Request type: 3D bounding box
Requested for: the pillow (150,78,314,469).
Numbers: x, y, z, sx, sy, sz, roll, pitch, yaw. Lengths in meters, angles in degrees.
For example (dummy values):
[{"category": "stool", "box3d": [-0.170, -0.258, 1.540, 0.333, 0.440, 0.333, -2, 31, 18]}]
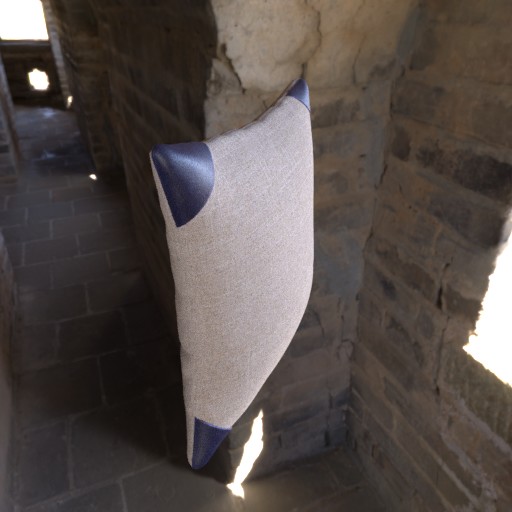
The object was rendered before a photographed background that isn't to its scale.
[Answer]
[{"category": "pillow", "box3d": [0.000, 0.000, 0.655, 0.147, 0.441, 0.440, 11, 31, 18]}]
